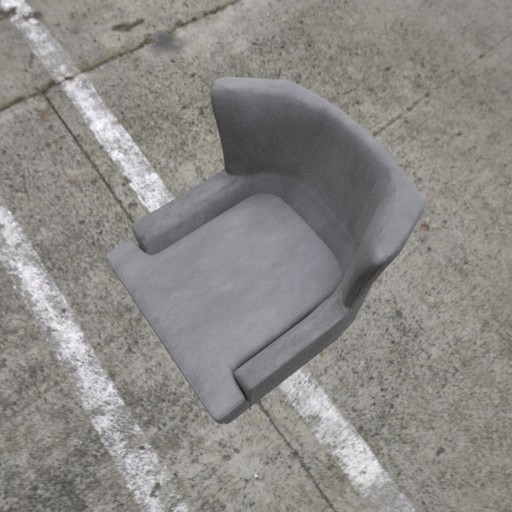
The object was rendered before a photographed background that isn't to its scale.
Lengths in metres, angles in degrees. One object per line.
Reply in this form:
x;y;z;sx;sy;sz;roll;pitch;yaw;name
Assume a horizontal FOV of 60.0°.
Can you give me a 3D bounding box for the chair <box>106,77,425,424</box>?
0.000;0.000;1.644;0.906;0.950;0.784;-34;68;-15;chair
